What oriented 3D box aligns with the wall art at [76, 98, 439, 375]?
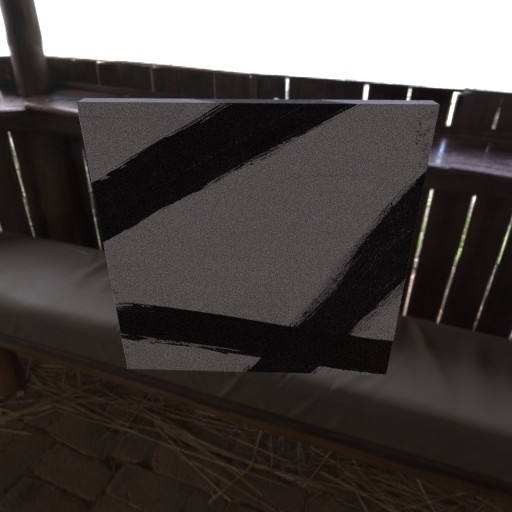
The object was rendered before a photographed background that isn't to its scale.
[{"bbox_3d":[0.000,0.000,1.141,0.765,0.765,0.046,1,30,2],"label":"wall art"}]
